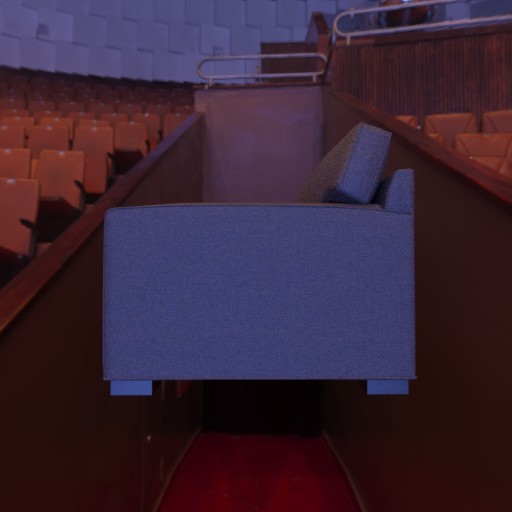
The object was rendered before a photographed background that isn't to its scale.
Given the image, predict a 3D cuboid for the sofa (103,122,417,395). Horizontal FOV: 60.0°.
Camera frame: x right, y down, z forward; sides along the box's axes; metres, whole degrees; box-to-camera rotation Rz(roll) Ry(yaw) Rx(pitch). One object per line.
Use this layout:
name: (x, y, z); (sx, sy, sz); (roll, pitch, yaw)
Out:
sofa: (0.000, 0.000, 2.119); (0.974, 0.887, 1.534); (0, -1, 0)
